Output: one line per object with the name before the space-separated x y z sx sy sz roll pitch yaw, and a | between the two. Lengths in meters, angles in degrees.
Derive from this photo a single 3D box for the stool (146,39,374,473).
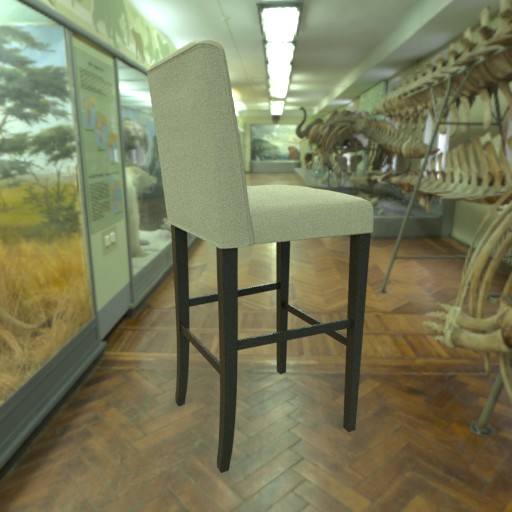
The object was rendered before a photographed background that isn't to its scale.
stool | 0.000 0.000 1.367 0.509 1.116 0.474 -7 16 -27
